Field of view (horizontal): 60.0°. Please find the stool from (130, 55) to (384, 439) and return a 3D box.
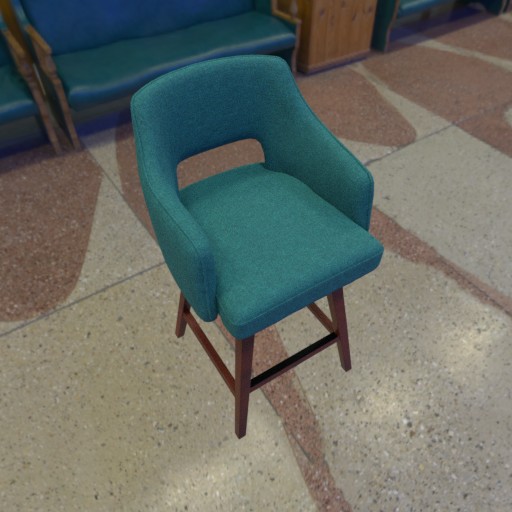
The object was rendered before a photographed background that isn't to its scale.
[{"bbox_3d":[0.000,0.000,1.319,0.548,0.961,0.556,-25,51,-22],"label":"stool"}]
